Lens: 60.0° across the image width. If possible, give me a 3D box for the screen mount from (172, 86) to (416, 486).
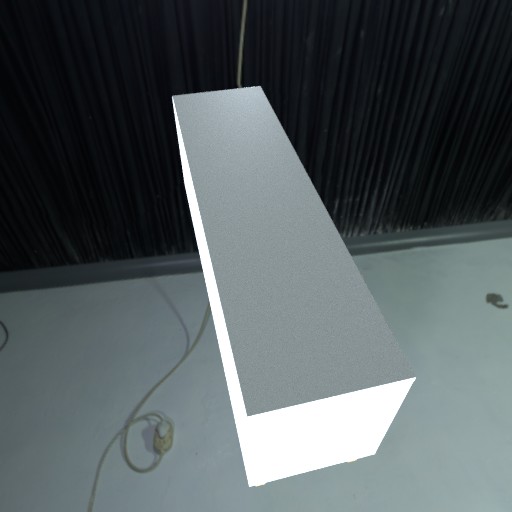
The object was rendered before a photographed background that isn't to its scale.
[{"bbox_3d":[0.000,0.000,1.712,0.400,0.619,1.490,-10,47,-9],"label":"screen mount"}]
